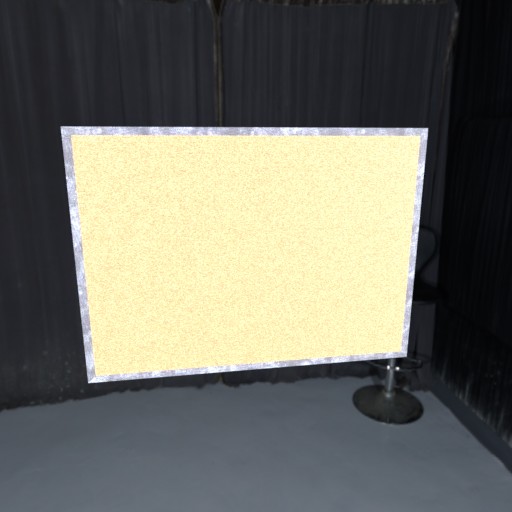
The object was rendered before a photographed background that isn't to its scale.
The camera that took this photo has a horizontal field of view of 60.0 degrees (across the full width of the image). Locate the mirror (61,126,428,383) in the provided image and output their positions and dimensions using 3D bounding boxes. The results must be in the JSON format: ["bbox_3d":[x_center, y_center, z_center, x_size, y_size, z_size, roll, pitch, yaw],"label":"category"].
[{"bbox_3d":[0.000,0.000,1.427,1.101,0.795,0.022,-2,15,-9],"label":"mirror"}]
